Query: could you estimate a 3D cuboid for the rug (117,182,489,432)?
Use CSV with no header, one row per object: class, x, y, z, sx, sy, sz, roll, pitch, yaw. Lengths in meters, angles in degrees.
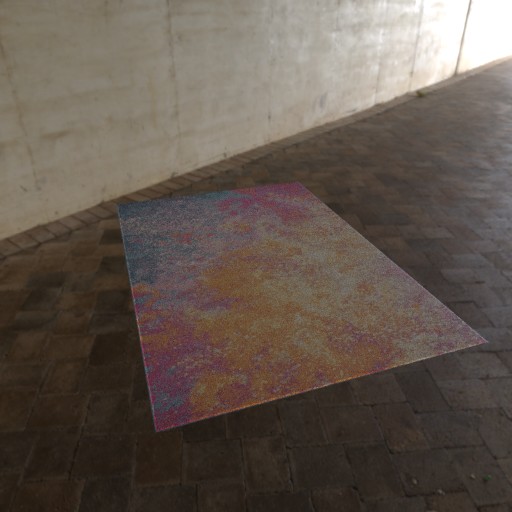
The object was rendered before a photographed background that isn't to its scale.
rug,0.000,0.000,3.595,2.007,0.013,2.896,-10,31,-16
